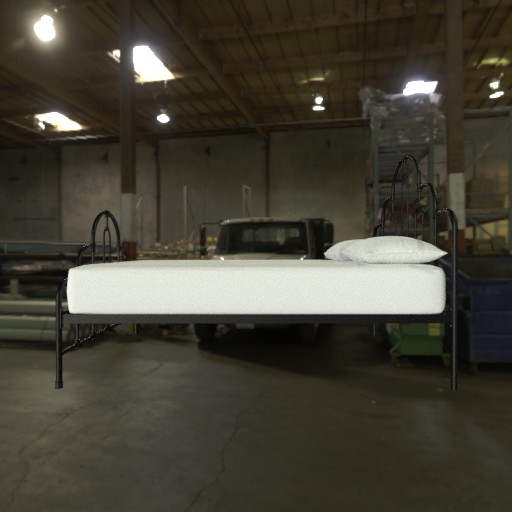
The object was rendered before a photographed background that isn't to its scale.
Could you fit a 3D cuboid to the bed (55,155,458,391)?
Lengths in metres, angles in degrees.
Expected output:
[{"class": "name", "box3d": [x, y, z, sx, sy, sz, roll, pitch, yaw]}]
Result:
[{"class": "bed", "box3d": [0.000, 0.000, 3.188, 2.181, 1.444, 1.626, 0, 1, 0]}]
